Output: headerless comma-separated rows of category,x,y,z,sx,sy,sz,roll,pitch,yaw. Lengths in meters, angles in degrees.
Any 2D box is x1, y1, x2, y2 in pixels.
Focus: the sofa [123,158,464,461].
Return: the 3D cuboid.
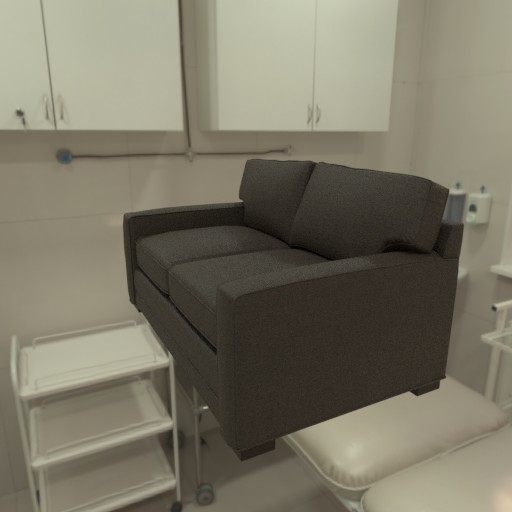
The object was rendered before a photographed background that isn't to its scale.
sofa,0.000,0.000,2.152,0.974,0.887,1.534,-8,17,-26
